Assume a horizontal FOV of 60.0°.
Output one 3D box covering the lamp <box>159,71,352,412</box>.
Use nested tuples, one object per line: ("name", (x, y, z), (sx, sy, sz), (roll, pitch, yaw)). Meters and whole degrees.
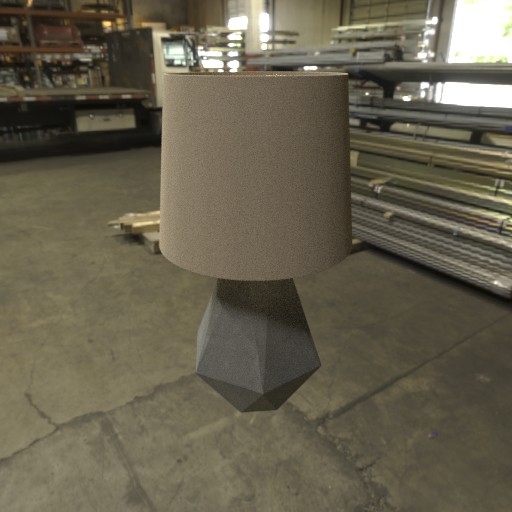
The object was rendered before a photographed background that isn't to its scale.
("lamp", (0.000, 0.000, 0.657), (0.276, 0.501, 0.276), (0, 24, 0))
